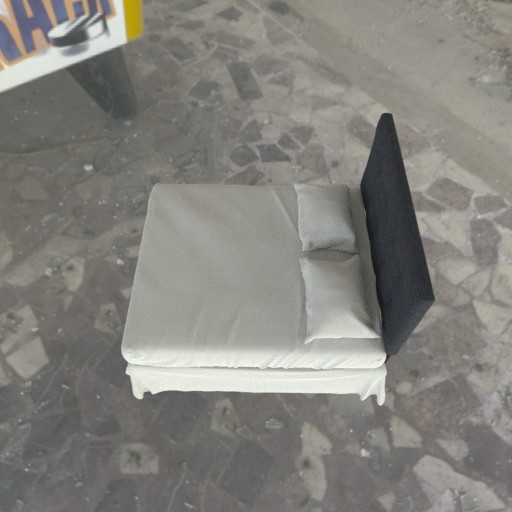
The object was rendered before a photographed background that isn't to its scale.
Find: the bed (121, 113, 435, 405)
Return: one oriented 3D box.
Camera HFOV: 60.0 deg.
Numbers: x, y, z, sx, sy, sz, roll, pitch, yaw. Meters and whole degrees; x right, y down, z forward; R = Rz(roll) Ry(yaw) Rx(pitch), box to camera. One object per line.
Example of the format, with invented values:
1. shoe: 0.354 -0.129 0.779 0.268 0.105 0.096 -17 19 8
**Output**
1. bed: 0.000 0.000 3.586 2.222 1.577 1.936 1 56 1
